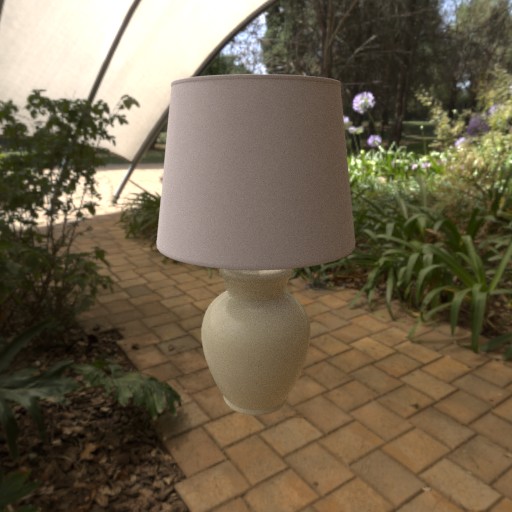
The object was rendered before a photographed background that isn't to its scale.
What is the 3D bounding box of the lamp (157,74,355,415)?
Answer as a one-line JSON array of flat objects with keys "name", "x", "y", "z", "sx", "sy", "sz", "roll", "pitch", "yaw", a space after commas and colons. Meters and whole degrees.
[{"name": "lamp", "x": 0.000, "y": 0.000, "z": 0.551, "sx": 0.239, "sy": 0.399, "sz": 0.239, "roll": 0, "pitch": 16, "yaw": 0}]
